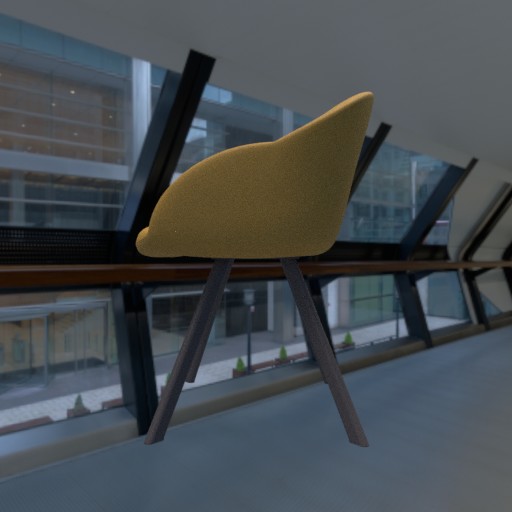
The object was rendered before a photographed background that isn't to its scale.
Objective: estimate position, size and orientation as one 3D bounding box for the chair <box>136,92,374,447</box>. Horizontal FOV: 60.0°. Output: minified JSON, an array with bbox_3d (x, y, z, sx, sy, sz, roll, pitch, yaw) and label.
[{"bbox_3d":[0.000,0.000,1.161,0.583,0.793,0.551,0,1,1],"label":"chair"}]
